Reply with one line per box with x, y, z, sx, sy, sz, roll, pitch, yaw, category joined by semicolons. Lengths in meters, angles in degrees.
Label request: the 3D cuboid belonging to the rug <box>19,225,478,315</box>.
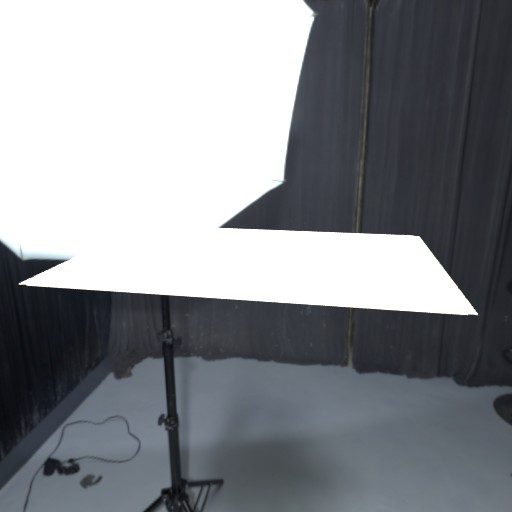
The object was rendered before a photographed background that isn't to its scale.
0.000;0.000;2.829;2.233;0.011;1.514;3;16;10;rug
